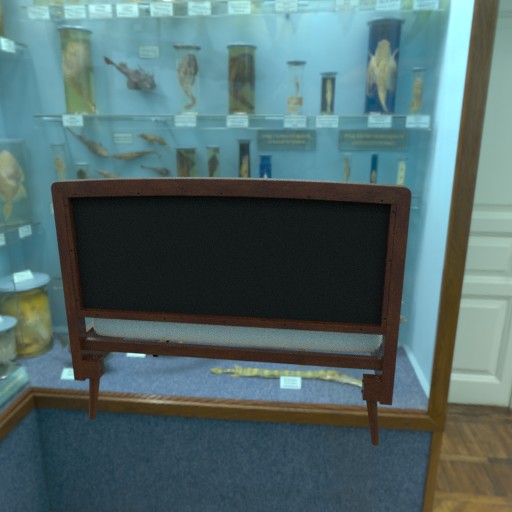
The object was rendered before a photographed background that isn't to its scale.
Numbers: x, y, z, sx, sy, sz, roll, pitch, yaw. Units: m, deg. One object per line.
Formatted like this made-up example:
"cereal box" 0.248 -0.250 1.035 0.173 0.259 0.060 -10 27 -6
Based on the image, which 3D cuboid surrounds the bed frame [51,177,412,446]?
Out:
"bed frame" 0.000 0.000 3.102 1.587 1.279 2.171 2 16 8
